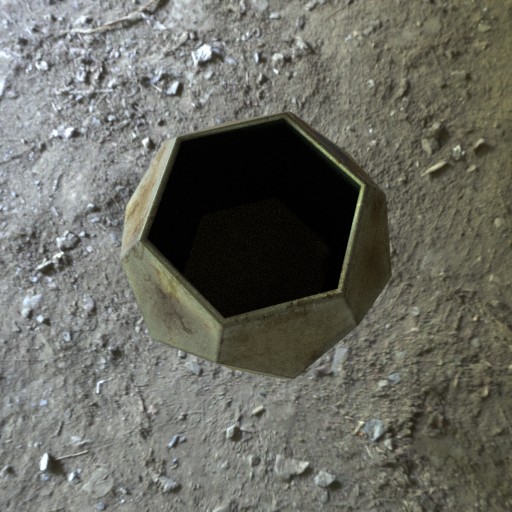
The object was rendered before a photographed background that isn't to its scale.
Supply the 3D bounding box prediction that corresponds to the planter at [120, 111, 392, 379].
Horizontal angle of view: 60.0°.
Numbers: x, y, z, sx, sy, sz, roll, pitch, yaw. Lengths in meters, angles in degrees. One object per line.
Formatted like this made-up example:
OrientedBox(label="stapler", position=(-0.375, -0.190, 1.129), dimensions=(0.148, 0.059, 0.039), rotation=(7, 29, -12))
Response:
OrientedBox(label="planter", position=(0.000, 0.000, 0.439), dimensions=(0.221, 0.238, 0.243), rotation=(-14, 75, -4))
